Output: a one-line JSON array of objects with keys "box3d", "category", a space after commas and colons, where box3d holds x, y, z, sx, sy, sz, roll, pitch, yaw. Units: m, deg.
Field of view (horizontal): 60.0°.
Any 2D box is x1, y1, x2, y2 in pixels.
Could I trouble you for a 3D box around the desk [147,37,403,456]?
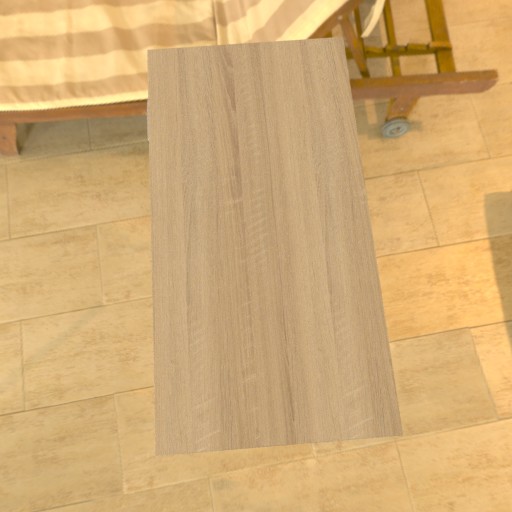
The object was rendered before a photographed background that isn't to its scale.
[{"box3d": [0.000, 0.000, 1.515, 0.600, 0.731, 1.100, -4, 76, -1], "category": "desk"}]
